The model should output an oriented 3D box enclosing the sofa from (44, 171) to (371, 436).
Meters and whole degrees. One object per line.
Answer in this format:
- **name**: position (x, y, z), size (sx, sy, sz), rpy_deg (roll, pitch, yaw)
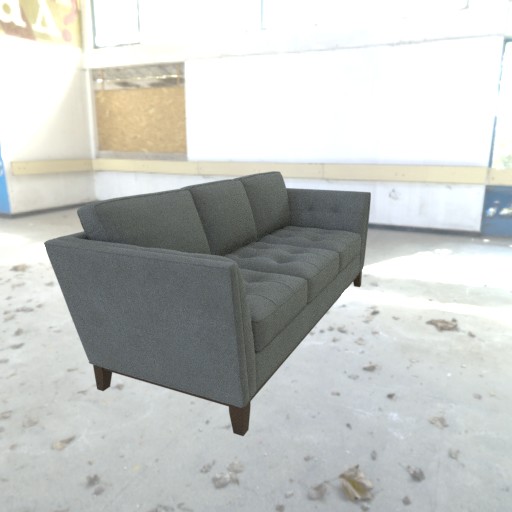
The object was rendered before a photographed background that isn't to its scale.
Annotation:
- **sofa**: position (0.000, 0.000, 2.887), size (0.965, 0.940, 2.387), rpy_deg (7, 17, 25)
